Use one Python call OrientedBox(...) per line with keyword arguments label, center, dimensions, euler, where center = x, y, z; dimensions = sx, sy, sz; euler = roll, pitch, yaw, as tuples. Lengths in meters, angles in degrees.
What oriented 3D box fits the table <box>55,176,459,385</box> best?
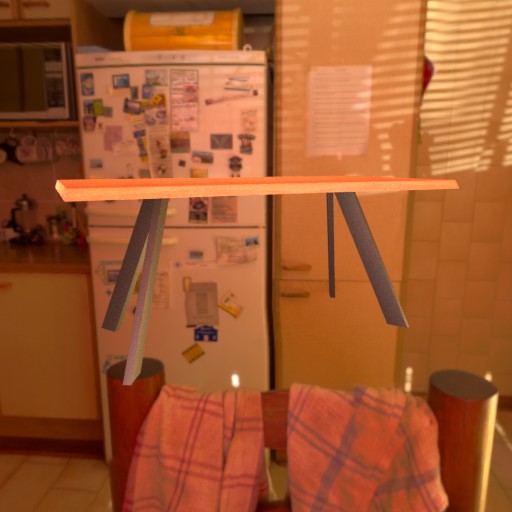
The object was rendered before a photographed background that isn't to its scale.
OrientedBox(label="table", center=(0.000, 0.000, 2.276), dimensions=(1.800, 0.770, 0.900), euler=(-6, 13, -25))
